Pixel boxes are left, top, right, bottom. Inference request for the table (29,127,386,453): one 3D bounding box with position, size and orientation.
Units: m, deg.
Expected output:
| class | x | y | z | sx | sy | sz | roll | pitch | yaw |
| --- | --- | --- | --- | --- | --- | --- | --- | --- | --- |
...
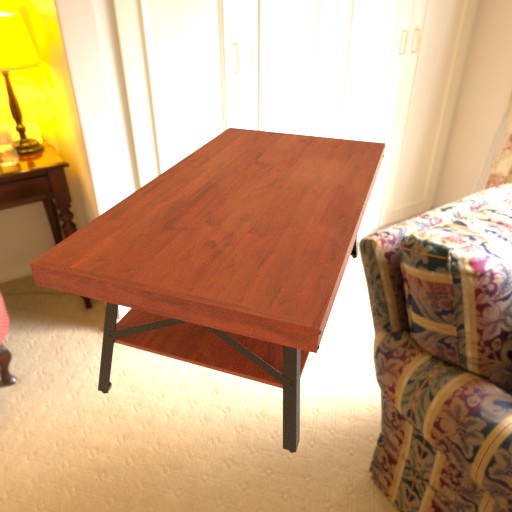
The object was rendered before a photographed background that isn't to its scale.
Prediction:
| class | x | y | z | sx | sy | sz | roll | pitch | yaw |
| --- | --- | --- | --- | --- | --- | --- | --- | --- | --- |
| table | 0.000 | 0.000 | 1.369 | 0.610 | 0.457 | 1.067 | 11 | 33 | 17 |
